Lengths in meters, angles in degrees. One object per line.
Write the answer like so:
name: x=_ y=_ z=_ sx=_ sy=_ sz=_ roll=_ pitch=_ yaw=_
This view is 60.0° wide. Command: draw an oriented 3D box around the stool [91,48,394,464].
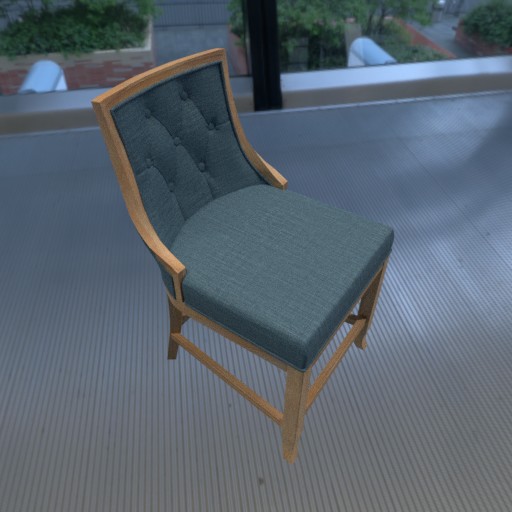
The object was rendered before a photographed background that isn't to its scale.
stool: x=0.000 y=0.000 z=1.278 sx=0.626 sy=0.938 sz=0.524 roll=25 pitch=48 yaw=25
